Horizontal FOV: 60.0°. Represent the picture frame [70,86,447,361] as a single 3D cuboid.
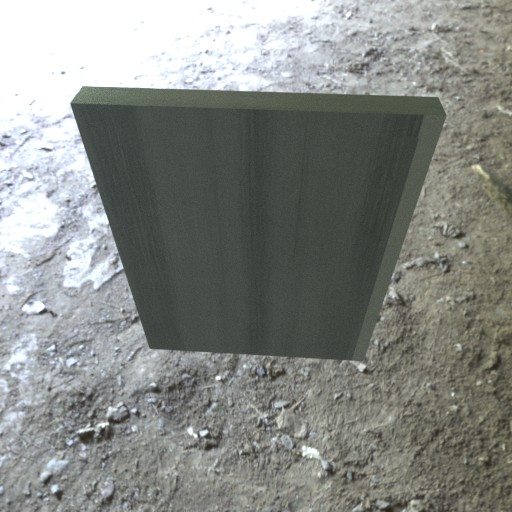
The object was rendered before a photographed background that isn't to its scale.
[{"bbox_3d":[0.000,0.000,0.744,0.449,0.555,0.046,3,47,3],"label":"picture frame"}]
